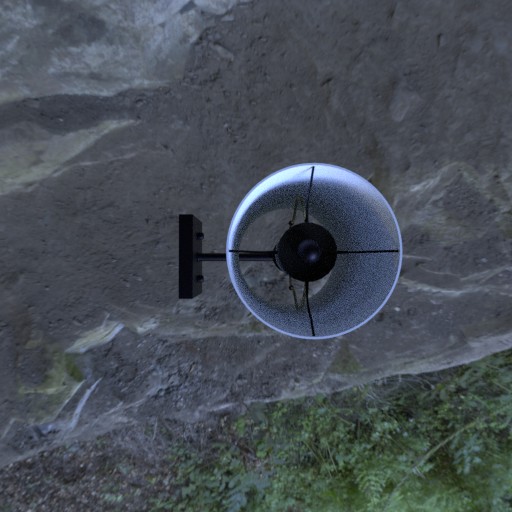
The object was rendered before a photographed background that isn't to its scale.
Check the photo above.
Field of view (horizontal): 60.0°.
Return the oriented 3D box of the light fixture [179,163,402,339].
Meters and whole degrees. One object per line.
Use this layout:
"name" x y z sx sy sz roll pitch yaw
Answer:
"light fixture" 0.000 0.000 0.552 0.208 0.462 0.128 0 89 -1
